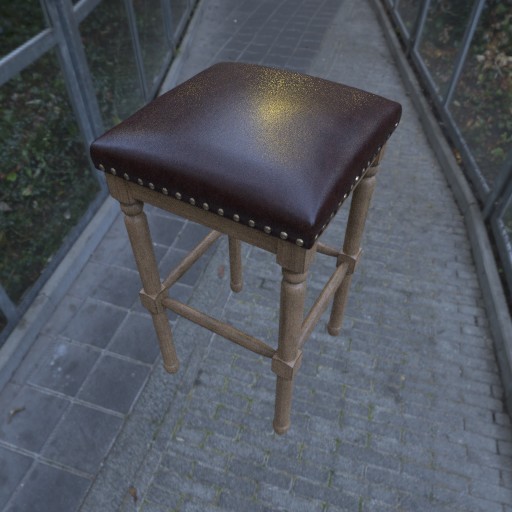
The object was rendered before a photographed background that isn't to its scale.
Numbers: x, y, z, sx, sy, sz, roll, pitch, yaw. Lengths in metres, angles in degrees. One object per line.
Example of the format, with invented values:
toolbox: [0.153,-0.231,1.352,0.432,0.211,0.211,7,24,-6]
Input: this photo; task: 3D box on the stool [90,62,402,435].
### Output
stool: [0.000,0.000,0.936,0.383,0.702,0.382,22,49,21]
